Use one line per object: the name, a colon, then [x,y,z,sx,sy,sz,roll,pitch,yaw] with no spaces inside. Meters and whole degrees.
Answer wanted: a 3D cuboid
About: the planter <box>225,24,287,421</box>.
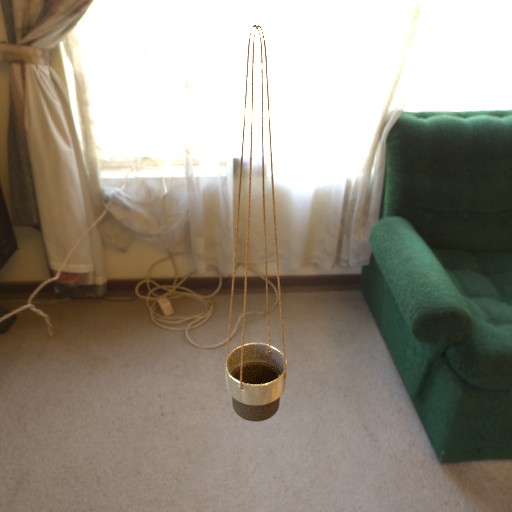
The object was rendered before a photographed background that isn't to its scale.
planter: [0.000,0.000,1.158,0.187,1.073,0.187,-9,30,-16]
